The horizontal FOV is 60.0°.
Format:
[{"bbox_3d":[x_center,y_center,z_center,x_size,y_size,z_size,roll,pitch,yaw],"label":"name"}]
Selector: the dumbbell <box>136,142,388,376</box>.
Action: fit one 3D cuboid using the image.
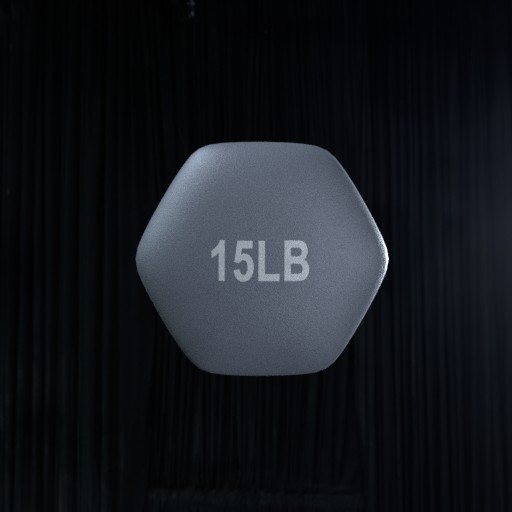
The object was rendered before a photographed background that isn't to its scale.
[{"bbox_3d":[0.000,0.000,0.301,0.116,0.105,0.240,0,1,-1],"label":"dumbbell"}]
